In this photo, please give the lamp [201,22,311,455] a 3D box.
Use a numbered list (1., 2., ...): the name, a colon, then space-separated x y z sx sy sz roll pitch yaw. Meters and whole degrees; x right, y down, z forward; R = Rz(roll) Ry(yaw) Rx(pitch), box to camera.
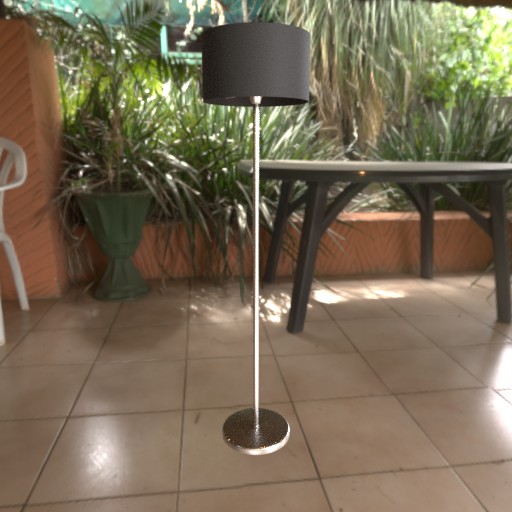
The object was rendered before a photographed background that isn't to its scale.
1. lamp: 0.000 0.000 1.590 0.348 1.443 0.348 -2 14 -8
